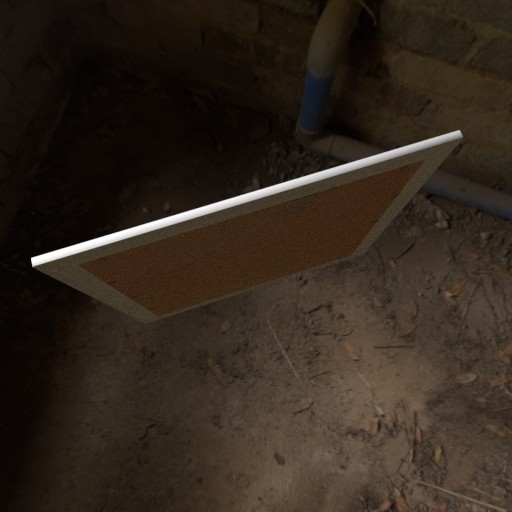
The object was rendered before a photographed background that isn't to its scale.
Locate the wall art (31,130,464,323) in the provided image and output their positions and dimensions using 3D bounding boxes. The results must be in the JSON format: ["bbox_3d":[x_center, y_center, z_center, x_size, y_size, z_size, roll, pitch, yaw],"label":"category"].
[{"bbox_3d":[0.000,0.000,0.853,0.584,0.584,0.013,-17,75,-5],"label":"wall art"}]
